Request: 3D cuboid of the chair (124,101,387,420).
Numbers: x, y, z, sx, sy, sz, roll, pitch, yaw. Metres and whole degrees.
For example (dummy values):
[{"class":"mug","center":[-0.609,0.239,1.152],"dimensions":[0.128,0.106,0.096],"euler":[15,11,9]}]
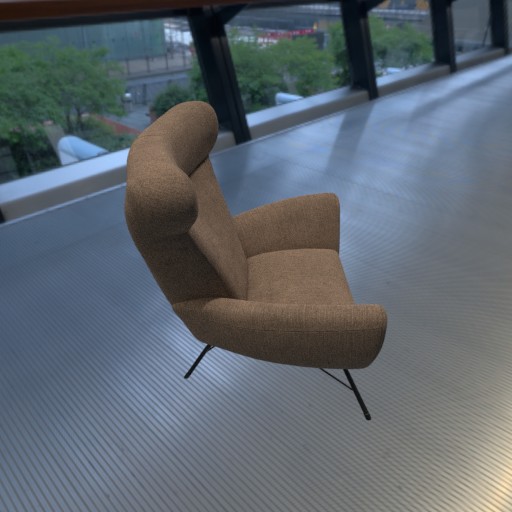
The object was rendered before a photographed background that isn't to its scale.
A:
[{"class":"chair","center":[0.000,0.000,1.797],"dimensions":[0.900,1.040,0.980],"euler":[0,32,-1]}]
